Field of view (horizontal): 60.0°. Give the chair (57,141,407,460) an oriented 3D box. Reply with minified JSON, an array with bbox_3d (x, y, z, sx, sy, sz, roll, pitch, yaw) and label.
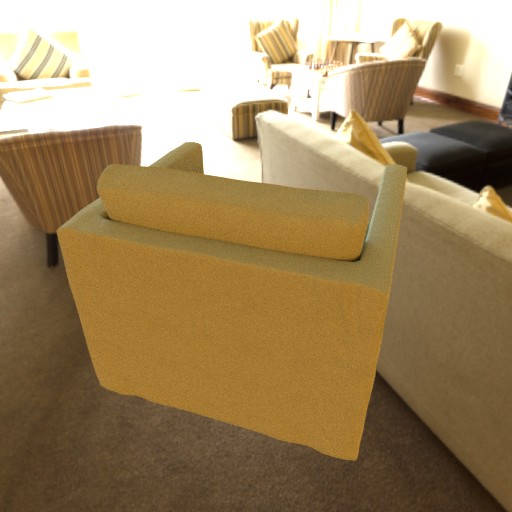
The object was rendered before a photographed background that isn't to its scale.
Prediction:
[{"bbox_3d":[0.000,0.000,1.755,1.057,0.863,0.949,10,34,16],"label":"chair"}]
